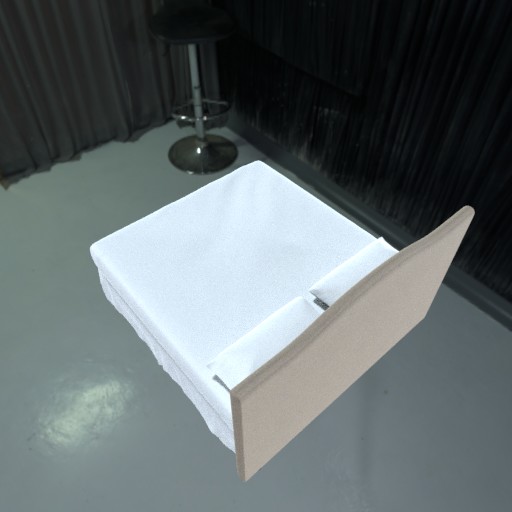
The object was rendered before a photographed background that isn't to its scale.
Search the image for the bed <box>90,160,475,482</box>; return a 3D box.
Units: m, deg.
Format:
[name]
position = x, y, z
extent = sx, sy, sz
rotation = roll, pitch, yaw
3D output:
[bed]
position = 0.000, 0.000, 3.544
extent = 2.083, 1.421, 2.182
rotation = -32, 55, -26
